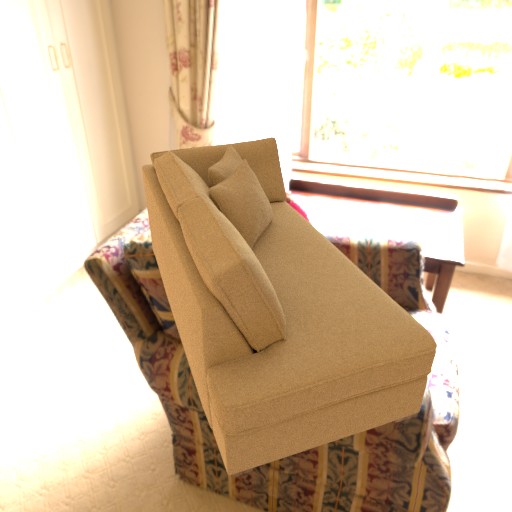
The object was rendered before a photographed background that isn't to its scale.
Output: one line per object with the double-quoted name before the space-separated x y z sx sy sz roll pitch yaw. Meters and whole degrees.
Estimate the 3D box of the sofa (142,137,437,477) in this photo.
"sofa" 0.000 0.000 2.825 1.110 1.033 2.237 -10 32 -17
